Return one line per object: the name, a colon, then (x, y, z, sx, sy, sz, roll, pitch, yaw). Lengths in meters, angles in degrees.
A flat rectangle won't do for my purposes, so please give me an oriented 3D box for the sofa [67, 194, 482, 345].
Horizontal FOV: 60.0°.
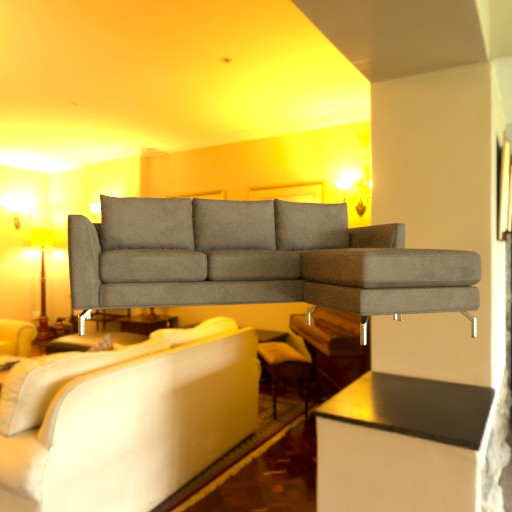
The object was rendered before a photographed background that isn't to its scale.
sofa: (0.000, 0.000, 3.098, 2.438, 0.987, 1.622, 0, 0, -18)
